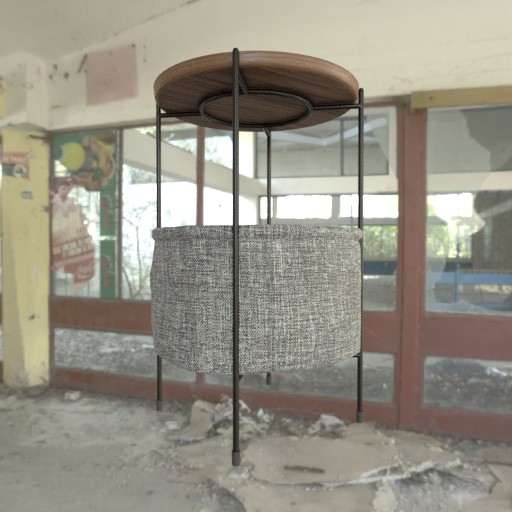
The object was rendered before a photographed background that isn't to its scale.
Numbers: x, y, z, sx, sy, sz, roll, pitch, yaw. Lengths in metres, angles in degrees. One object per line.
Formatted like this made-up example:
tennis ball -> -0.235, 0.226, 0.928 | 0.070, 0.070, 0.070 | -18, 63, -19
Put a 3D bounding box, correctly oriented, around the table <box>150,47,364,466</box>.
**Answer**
table -> 0.000, 0.000, 0.860 | 0.400, 0.623, 0.400 | -1, 1, -36
